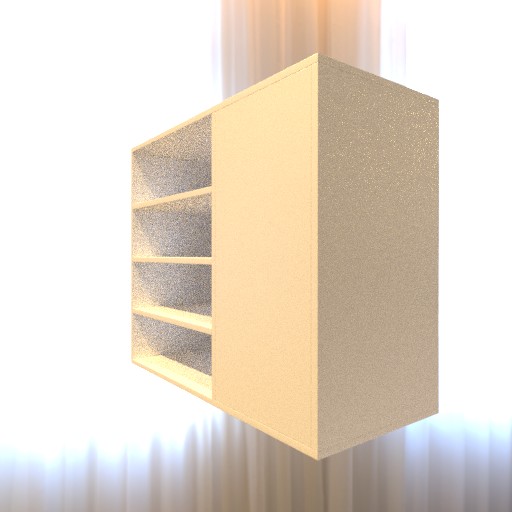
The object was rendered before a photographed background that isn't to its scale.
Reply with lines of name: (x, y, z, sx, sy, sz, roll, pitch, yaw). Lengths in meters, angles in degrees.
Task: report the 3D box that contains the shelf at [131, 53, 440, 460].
shelf: (0.000, 0.000, 1.271, 0.396, 0.732, 0.895, 0, 0, -37)
